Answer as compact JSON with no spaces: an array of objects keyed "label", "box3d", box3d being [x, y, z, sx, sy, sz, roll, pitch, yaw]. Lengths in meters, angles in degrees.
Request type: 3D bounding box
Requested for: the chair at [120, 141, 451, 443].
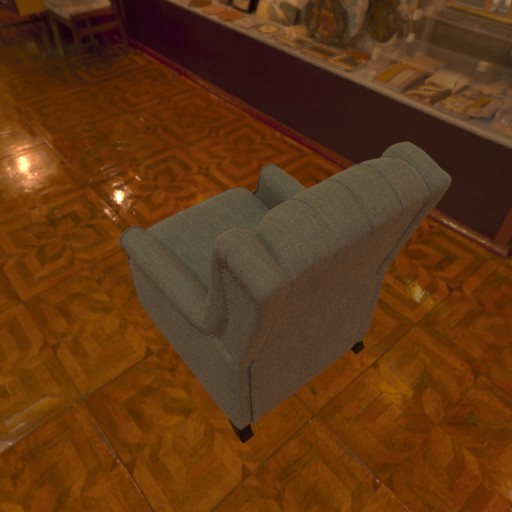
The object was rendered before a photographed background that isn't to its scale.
[{"label":"chair","box3d":[0.000,0.000,1.607,0.742,1.035,0.898,-30,52,-26]}]
